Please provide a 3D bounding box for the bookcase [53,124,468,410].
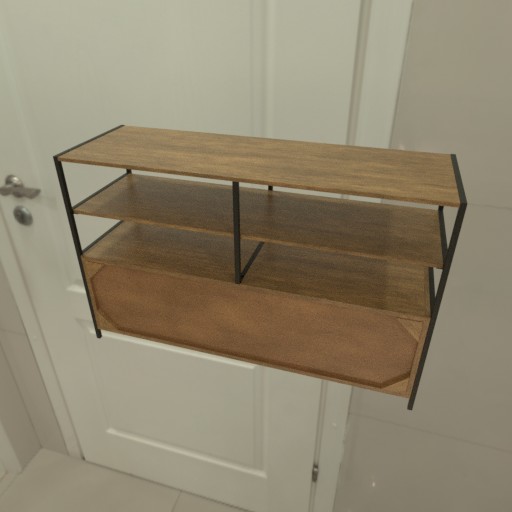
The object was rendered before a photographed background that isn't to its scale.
[{"bbox_3d":[0.000,0.000,1.516,1.149,0.712,0.391,9,32,15],"label":"bookcase"}]
